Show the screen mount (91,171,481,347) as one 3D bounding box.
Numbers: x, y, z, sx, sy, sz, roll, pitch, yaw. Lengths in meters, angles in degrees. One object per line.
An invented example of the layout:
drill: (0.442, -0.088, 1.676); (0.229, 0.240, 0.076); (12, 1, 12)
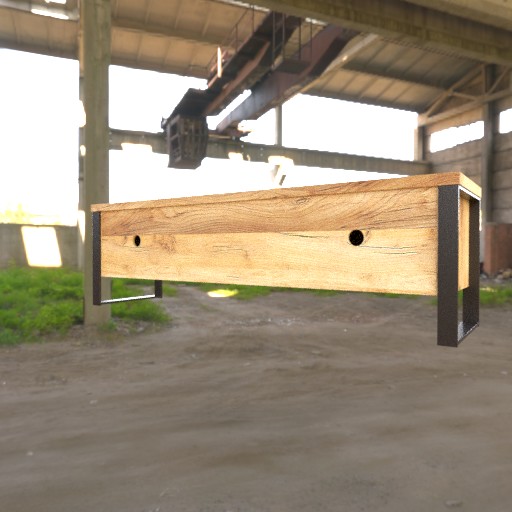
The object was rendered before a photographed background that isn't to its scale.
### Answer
screen mount: (0.000, 0.000, 1.723); (1.524, 0.450, 0.395); (1, 1, 34)
